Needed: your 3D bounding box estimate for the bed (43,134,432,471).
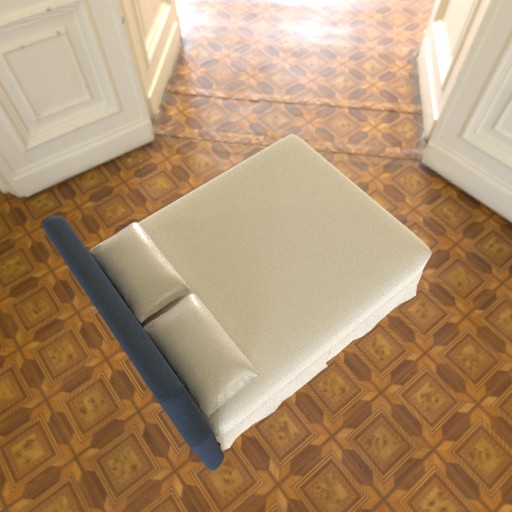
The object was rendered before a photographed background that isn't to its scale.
[{"bbox_3d":[0.000,0.000,3.329,2.260,1.297,1.831,-34,65,-19],"label":"bed"}]
